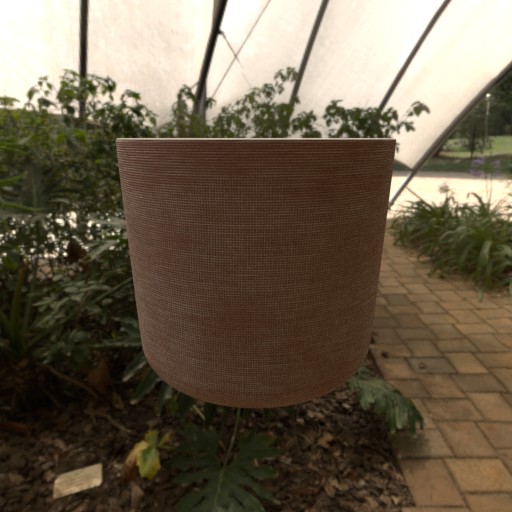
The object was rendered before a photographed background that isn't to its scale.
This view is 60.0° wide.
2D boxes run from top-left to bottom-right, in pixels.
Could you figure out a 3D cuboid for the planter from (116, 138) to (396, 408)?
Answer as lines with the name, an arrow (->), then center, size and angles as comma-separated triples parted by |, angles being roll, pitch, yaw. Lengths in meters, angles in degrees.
planter -> 0.000, 0.000, 0.777 | 0.440, 0.398, 0.440 | 0, 15, 0
